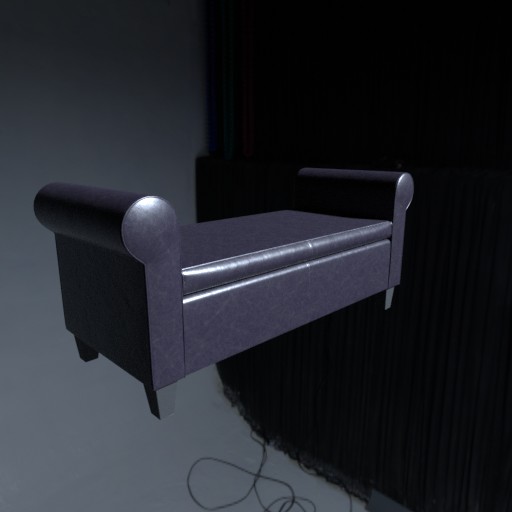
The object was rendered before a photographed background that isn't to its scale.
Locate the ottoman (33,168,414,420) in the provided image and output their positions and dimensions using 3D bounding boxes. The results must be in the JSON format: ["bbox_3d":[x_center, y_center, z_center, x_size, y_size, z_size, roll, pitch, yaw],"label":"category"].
[{"bbox_3d":[0.000,0.000,1.544,1.256,0.547,0.521,-13,19,-43],"label":"ottoman"}]
